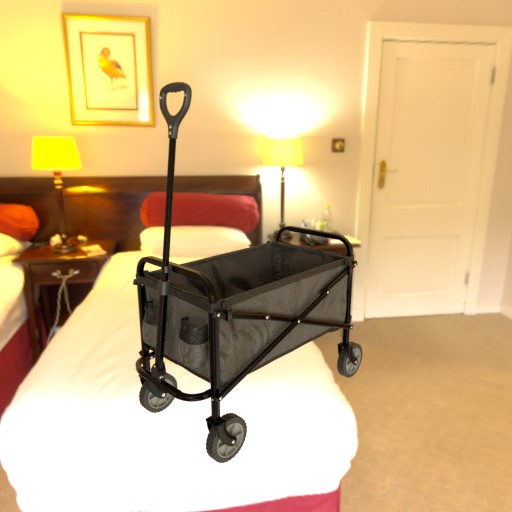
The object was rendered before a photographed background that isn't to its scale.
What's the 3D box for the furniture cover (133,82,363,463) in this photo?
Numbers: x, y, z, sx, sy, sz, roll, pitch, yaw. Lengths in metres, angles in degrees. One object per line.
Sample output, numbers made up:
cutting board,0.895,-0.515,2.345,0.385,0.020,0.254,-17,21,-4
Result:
furniture cover,0.000,0.000,1.845,0.532,1.295,1.038,14,20,42
